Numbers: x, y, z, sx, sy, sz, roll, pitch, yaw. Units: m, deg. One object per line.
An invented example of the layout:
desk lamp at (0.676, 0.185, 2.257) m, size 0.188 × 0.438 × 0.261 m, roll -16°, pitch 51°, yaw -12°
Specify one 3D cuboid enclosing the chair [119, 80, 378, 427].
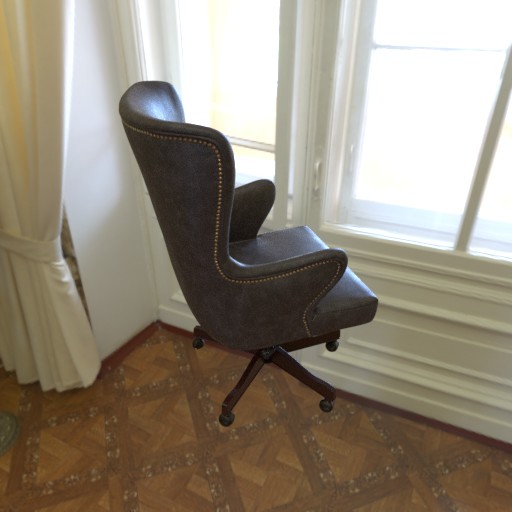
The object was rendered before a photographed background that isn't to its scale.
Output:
chair at (0.000, 0.000, 1.455) m, size 0.717 × 1.037 × 0.594 m, roll -11°, pitch 33°, yaw -17°
